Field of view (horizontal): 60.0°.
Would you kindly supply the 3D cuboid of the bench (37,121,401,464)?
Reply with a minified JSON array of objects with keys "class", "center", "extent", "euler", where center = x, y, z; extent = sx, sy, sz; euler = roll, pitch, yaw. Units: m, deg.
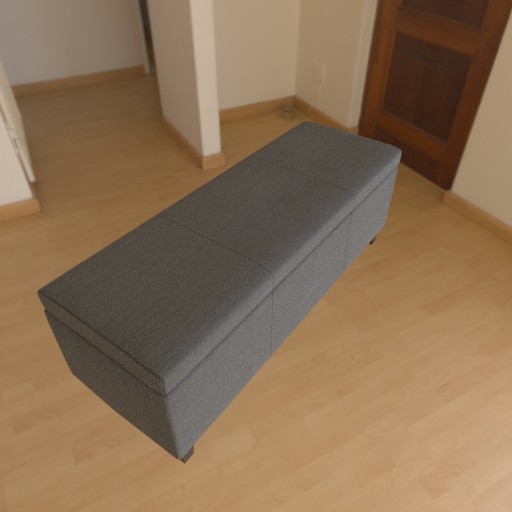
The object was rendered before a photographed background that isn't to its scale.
[{"class":"bench","center":[0.000,0.000,1.495],"extent":[0.446,0.438,1.269],"euler":[26,47,27]}]
